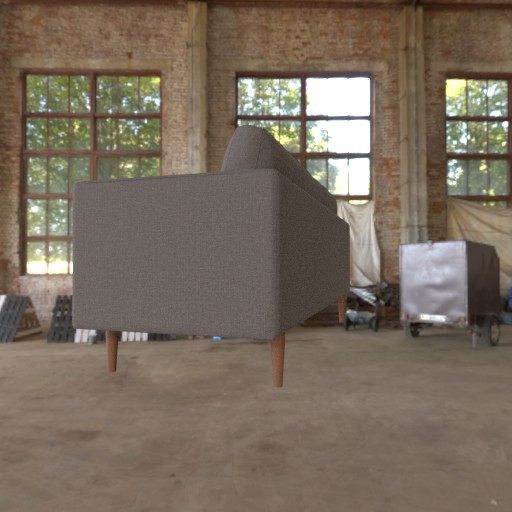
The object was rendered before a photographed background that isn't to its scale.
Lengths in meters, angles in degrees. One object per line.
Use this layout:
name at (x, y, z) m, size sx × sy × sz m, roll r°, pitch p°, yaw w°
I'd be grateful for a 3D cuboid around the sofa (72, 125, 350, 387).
sofa at (0.000, 0.000, 2.432) m, size 0.802 × 0.912 × 2.029 m, roll 0°, pitch -1°, yaw 18°
